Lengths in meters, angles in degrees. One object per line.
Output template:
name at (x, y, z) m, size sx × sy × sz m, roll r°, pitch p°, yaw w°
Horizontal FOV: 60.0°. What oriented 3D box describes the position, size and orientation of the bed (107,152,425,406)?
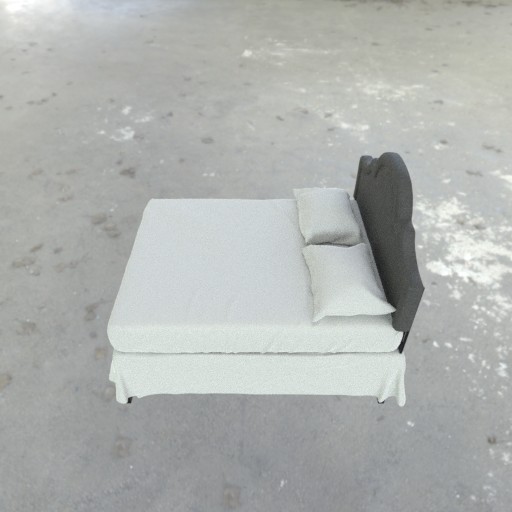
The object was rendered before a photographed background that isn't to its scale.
bed at (0.000, 0.000, 3.433) m, size 2.222 × 1.634 × 1.780 m, roll 0°, pitch 41°, yaw 0°
